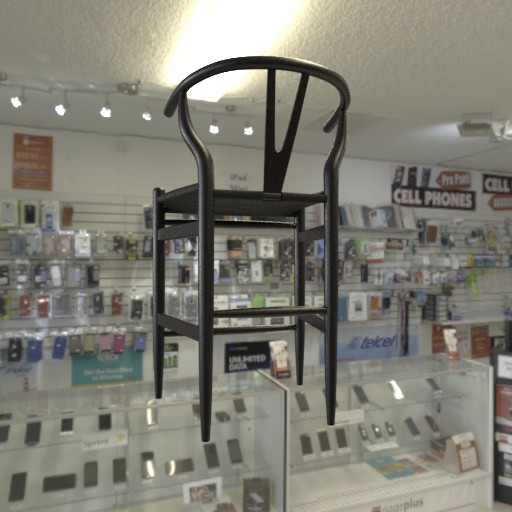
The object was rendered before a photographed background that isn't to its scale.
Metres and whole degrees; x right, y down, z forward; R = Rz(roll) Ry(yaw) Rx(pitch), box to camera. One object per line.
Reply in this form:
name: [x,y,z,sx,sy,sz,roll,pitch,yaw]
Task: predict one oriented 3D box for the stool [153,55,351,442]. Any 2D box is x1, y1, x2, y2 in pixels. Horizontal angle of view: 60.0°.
stool: [0.000,0.000,1.350,0.569,0.970,0.579,0,-1,-18]
